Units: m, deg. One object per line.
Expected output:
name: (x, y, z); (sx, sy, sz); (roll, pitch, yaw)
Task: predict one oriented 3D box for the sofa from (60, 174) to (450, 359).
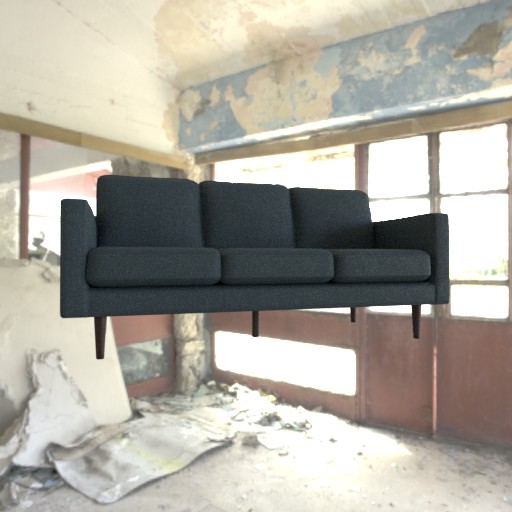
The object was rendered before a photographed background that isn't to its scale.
sofa: (0.000, 0.000, 2.576); (2.013, 0.945, 0.935); (0, -1, -18)
